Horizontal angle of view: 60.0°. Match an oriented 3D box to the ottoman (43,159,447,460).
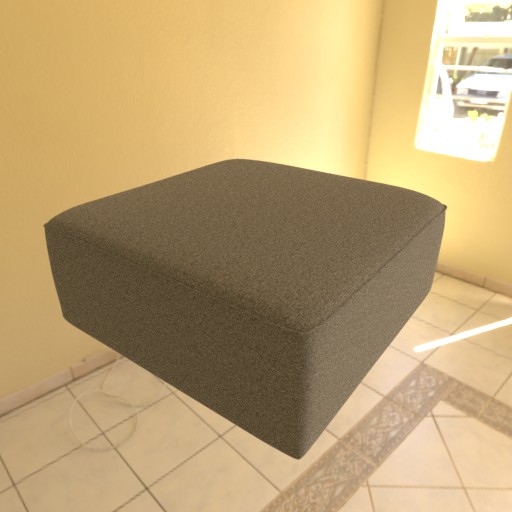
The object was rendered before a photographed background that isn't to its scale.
[{"bbox_3d":[0.000,0.000,1.587,1.015,0.464,1.005,19,32,32],"label":"ottoman"}]
